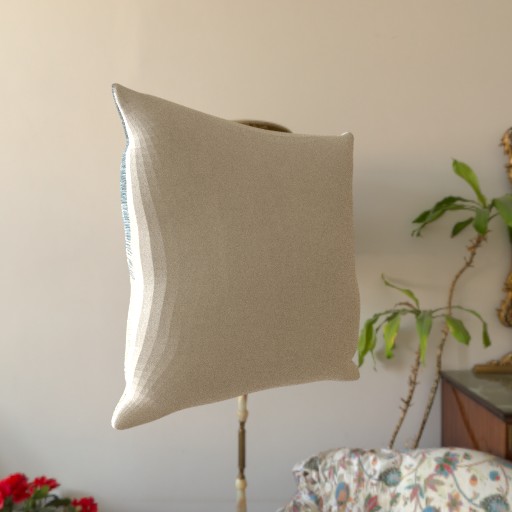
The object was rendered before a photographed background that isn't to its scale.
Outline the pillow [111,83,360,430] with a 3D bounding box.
[{"bbox_3d":[0.000,0.000,0.673,0.440,0.441,0.182,0,0,-35],"label":"pillow"}]
